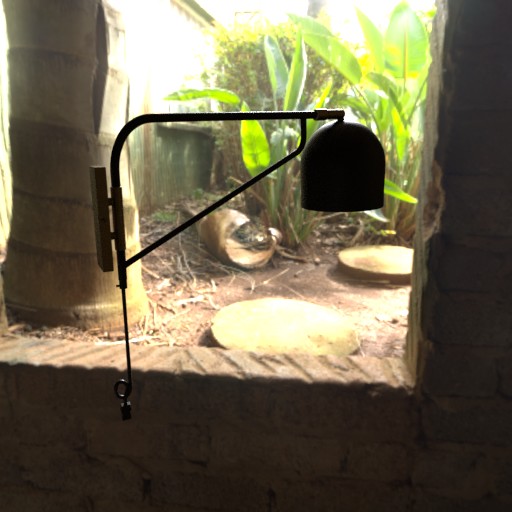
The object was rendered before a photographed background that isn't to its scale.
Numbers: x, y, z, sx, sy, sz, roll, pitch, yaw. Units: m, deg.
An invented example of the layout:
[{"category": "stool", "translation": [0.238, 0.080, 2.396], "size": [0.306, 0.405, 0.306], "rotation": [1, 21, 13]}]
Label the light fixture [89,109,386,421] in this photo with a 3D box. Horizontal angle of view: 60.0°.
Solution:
[{"category": "light fixture", "translation": [0.000, 0.000, 1.075], "size": [0.720, 0.696, 0.215], "rotation": [-7, 15, -27]}]
